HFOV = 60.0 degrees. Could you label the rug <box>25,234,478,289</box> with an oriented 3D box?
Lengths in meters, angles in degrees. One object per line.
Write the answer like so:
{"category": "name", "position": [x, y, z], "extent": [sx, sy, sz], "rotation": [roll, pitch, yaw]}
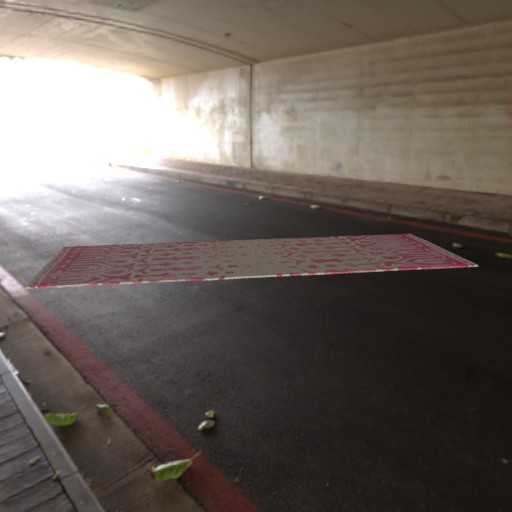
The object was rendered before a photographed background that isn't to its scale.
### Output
{"category": "rug", "position": [0.000, 0.000, 2.726], "extent": [2.458, 0.011, 0.787], "rotation": [-2, 17, -8]}
